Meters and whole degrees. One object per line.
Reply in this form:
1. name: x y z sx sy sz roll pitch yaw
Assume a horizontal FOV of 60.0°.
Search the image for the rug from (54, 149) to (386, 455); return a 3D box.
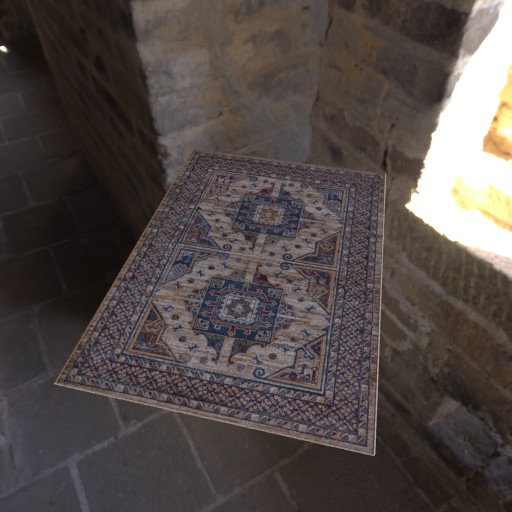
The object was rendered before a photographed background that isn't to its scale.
1. rug: 0.000 0.000 2.892 1.611 0.008 2.227 9 47 9
